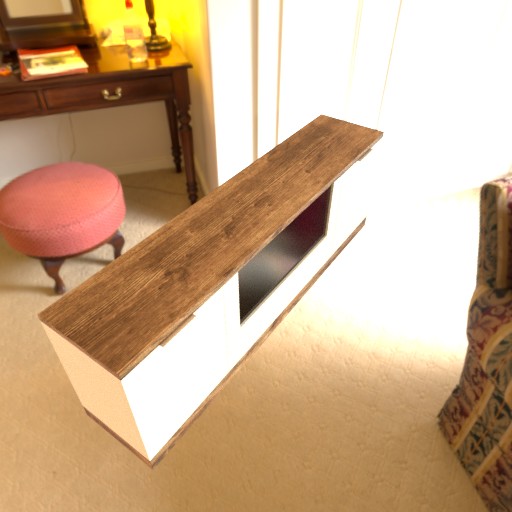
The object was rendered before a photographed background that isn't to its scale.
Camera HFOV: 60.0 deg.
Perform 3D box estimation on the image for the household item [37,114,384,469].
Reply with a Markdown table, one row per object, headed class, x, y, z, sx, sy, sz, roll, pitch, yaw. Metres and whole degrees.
| class | x | y | z | sx | sy | sz | roll | pitch | yaw |
| --- | --- | --- | --- | --- | --- | --- | --- | --- | --- |
| household item | 0.000 | 0.000 | 2.047 | 0.390 | 0.615 | 1.800 | 25 | 48 | 26 |
